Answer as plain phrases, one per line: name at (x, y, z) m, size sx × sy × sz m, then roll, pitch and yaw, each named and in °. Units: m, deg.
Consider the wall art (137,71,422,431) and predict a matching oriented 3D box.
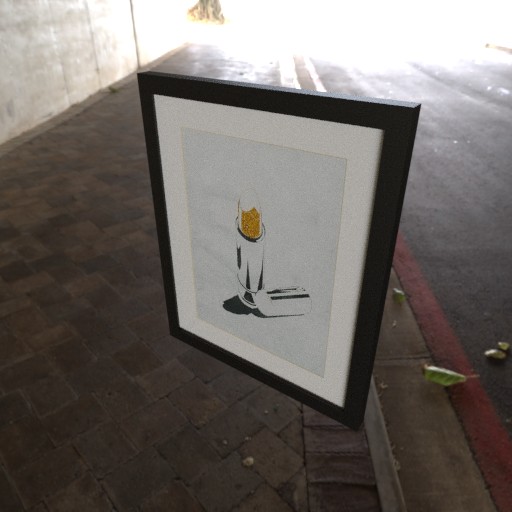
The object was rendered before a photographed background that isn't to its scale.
wall art at (0.000, 0.000, 0.769) m, size 0.457 × 0.559 × 0.029 m, roll 19°, pitch 36°, yaw 29°
